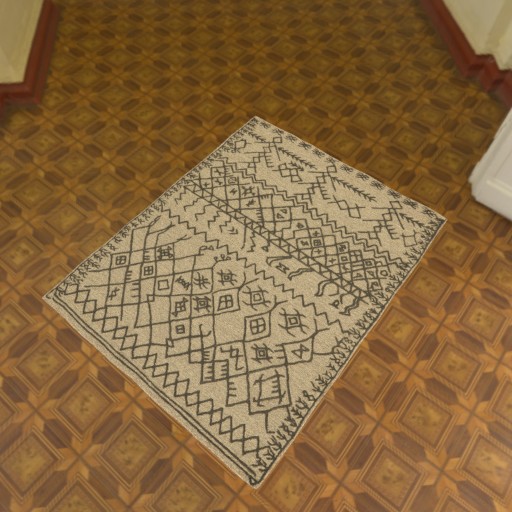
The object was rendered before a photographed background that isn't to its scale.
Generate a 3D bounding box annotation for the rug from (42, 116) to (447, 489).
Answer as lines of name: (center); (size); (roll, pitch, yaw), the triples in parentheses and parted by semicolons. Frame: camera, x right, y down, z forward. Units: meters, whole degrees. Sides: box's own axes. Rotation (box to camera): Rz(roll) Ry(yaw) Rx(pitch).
rug: (0.000, 0.000, 3.328); (1.964, 0.025, 2.455); (34, 64, 19)
